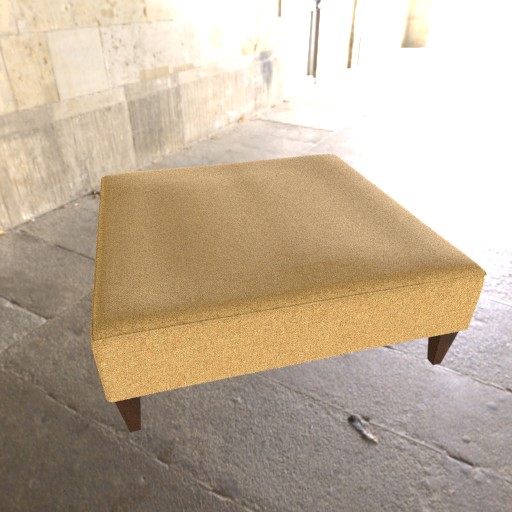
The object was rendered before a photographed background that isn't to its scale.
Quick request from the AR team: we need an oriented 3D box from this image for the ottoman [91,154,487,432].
[{"bbox_3d":[0.000,0.000,1.490,0.981,0.378,0.970,-8,32,-13],"label":"ottoman"}]
